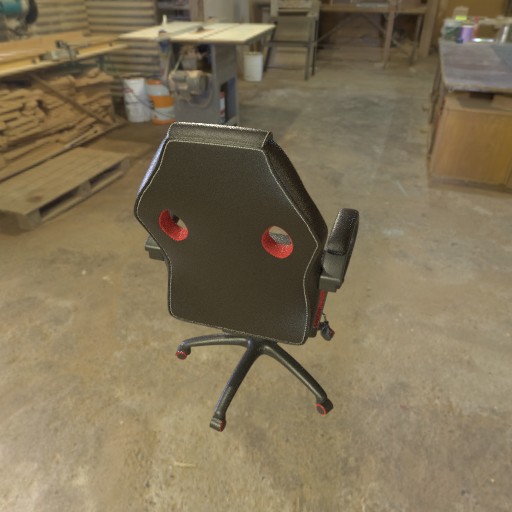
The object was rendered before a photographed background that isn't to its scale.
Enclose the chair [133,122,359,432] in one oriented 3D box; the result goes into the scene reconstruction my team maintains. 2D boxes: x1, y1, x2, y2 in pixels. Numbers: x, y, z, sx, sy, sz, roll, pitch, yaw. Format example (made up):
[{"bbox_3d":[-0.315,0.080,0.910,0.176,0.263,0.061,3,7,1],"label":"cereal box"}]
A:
[{"bbox_3d":[0.000,0.000,1.700,0.750,1.189,0.783,10,34,15],"label":"chair"}]
